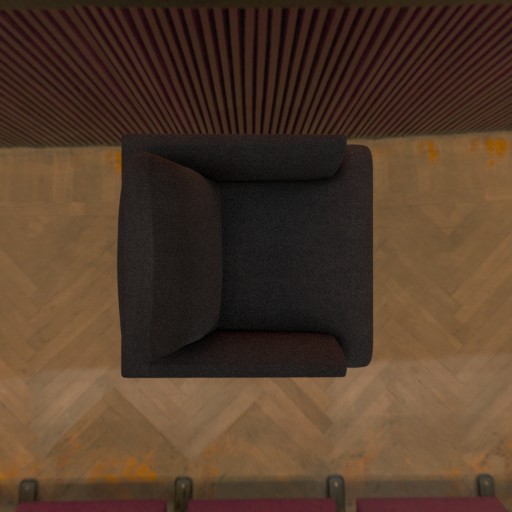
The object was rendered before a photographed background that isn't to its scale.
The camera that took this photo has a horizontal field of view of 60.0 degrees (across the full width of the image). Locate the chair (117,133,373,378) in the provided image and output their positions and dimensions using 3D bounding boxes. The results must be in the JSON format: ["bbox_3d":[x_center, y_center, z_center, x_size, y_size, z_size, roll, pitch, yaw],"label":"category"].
[{"bbox_3d":[0.000,0.000,1.681,0.899,0.957,0.858,0,90,-1],"label":"chair"}]
